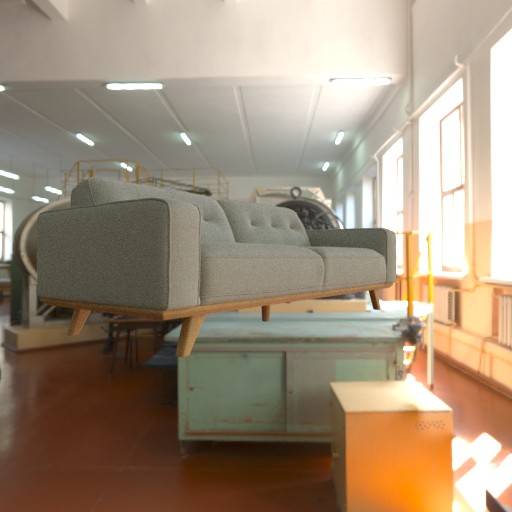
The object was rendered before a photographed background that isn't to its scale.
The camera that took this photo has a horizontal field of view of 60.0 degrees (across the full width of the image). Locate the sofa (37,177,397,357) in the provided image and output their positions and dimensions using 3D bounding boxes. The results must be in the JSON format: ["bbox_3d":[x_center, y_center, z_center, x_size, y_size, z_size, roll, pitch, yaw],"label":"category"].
[{"bbox_3d":[0.000,0.000,2.701,0.956,0.781,2.270,0,0,37],"label":"sofa"}]
